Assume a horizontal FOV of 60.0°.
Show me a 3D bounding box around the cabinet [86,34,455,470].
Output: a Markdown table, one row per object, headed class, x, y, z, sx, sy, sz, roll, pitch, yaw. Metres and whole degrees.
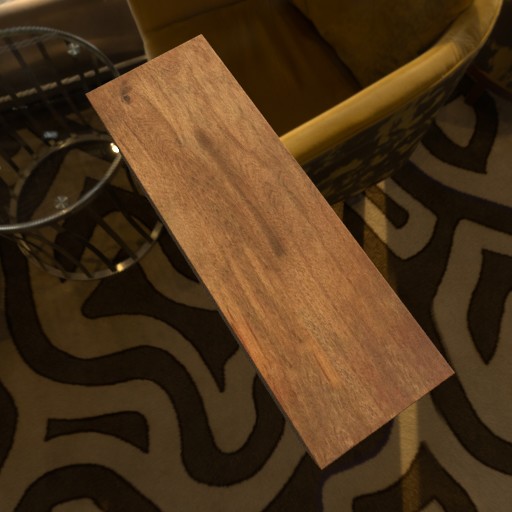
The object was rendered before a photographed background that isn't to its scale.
| class | x | y | z | sx | sy | sz | roll | pitch | yaw |
| --- | --- | --- | --- | --- | --- | --- | --- | --- | --- |
| cabinet | 0.000 | 0.000 | 1.753 | 0.480 | 0.812 | 1.373 | -32 | 76 | -9 |
